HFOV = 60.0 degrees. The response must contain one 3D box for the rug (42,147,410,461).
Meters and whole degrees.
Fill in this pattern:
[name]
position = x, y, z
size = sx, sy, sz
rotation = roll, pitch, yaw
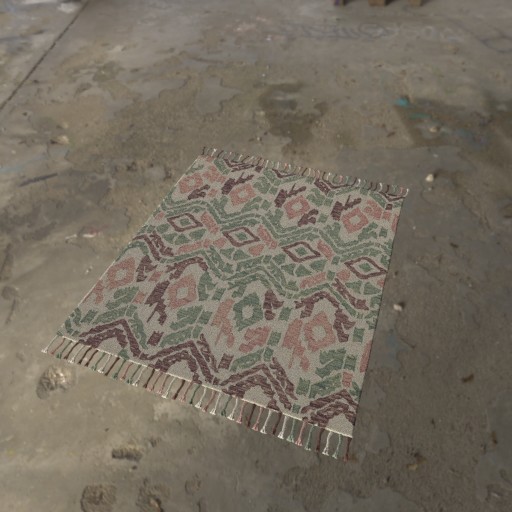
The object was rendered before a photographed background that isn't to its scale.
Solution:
[rug]
position = 0.000, 0.000, 4.079
size = 2.438, 0.010, 3.048
rotation = 15, 48, 14
